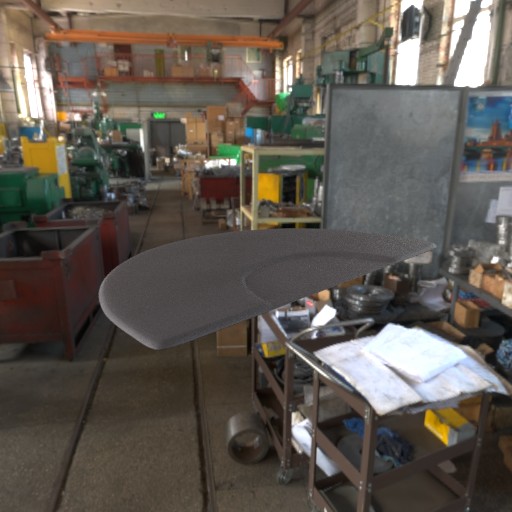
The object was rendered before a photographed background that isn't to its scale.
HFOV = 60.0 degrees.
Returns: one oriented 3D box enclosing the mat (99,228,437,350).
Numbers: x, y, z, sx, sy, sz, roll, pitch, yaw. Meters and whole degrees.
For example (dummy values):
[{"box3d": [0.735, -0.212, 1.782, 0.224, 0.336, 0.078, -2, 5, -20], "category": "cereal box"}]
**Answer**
[{"box3d": [0.000, 0.000, 1.901, 1.525, 0.022, 0.917, -14, 21, -41], "category": "mat"}]
